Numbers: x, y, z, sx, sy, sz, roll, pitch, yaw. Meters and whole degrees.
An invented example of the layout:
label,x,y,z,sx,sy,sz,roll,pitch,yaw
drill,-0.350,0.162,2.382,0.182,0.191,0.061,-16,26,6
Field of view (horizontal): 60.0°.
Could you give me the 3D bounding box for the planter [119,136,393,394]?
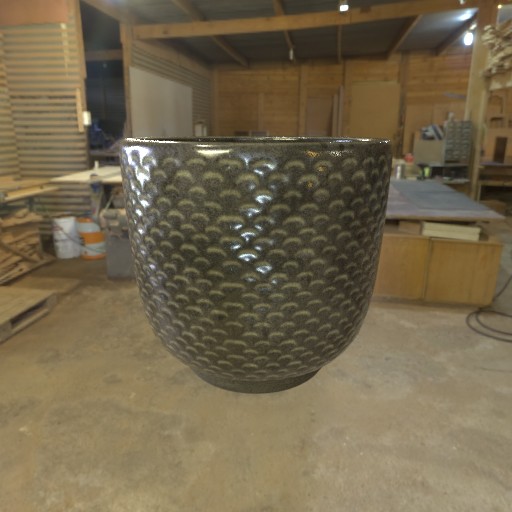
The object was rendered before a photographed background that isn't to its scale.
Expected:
label,x,y,z,sx,sy,sz,roll,pitch,yaw
planter,0.000,0.000,0.252,0.140,0.129,0.140,0,16,0
